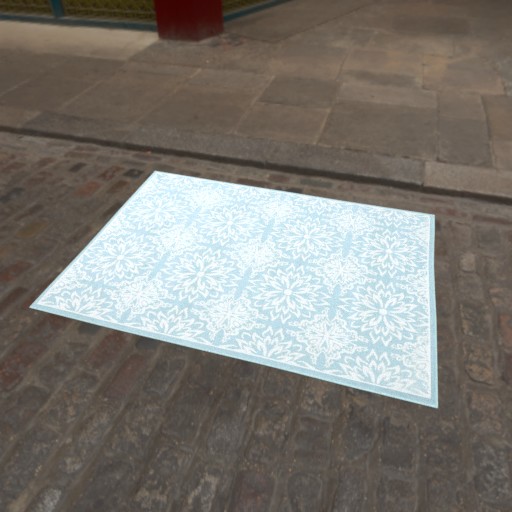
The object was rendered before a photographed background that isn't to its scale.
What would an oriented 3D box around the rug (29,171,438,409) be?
[{"bbox_3d":[0.000,0.000,2.840,2.205,0.014,1.589,11,42,12],"label":"rug"}]
